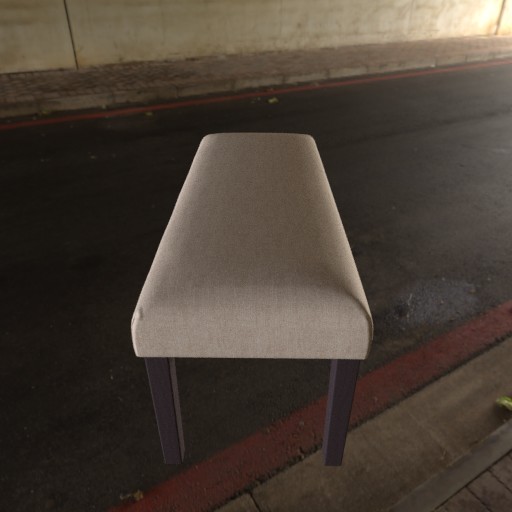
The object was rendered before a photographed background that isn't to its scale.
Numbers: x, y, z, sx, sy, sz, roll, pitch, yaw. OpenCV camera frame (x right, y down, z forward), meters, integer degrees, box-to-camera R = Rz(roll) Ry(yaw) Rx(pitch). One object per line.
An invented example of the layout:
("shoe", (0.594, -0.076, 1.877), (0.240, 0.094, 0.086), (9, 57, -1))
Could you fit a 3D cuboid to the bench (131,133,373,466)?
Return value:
("bench", (0.000, 0.000, 1.246), (0.407, 0.456, 1.013), (0, 31, 1))
